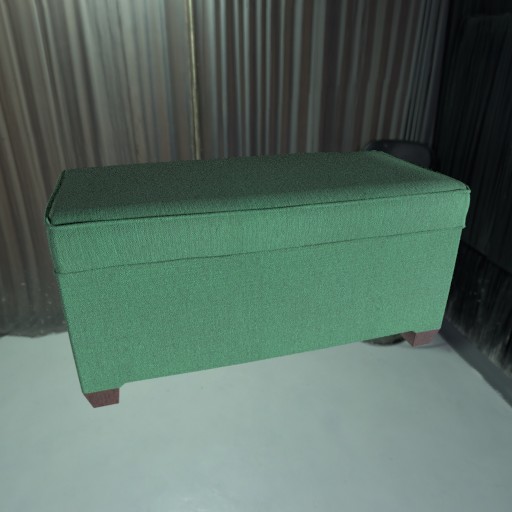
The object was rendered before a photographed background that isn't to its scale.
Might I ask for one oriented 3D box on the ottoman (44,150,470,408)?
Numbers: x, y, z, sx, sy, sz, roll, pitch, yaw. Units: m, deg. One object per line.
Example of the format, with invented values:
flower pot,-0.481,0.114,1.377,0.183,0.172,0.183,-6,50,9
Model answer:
ottoman,0.000,0.000,1.195,0.957,0.471,0.483,-7,26,-14
